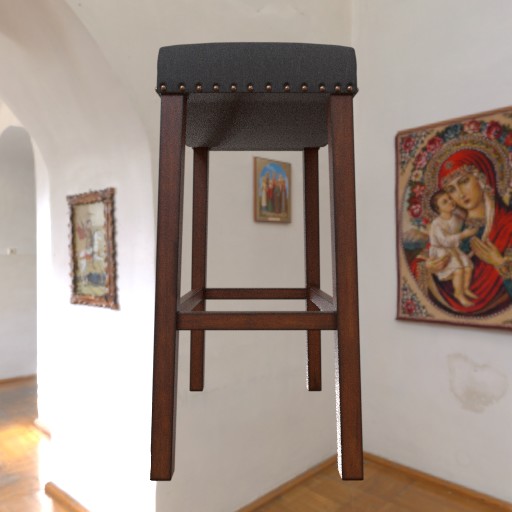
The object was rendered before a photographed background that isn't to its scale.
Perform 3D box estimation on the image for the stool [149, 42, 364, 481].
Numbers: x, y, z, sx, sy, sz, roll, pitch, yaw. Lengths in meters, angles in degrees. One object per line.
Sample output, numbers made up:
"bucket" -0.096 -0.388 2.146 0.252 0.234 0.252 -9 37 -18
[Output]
"stool" 0.000 0.000 0.999 0.366 0.760 0.502 0 1 0
